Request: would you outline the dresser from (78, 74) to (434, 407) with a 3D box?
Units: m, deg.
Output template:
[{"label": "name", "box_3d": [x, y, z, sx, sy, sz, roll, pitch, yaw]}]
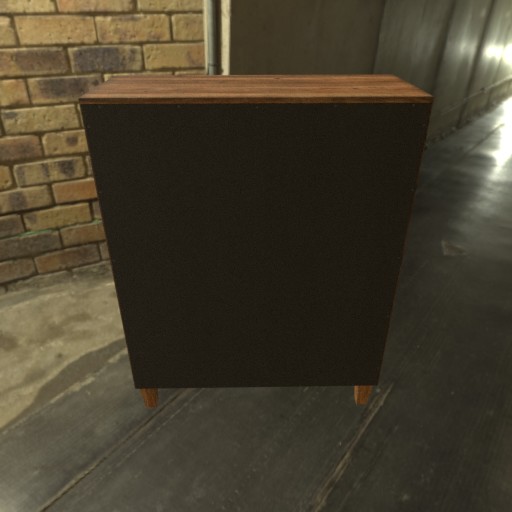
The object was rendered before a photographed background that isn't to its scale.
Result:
[{"label": "dresser", "box_3d": [0.000, 0.000, 1.859, 1.067, 1.359, 0.438, -1, 31, -1]}]
